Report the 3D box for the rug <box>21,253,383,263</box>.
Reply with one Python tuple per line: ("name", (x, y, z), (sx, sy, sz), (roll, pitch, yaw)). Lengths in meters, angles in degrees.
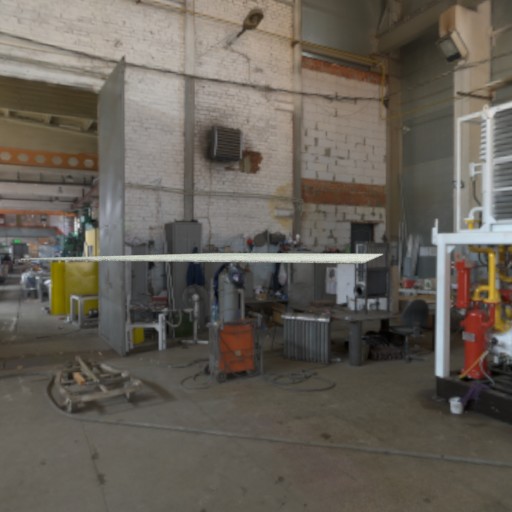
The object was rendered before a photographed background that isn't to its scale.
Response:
("rug", (0.000, 0.000, 2.879), (1.521, 0.006, 2.283), (0, 1, 18))
